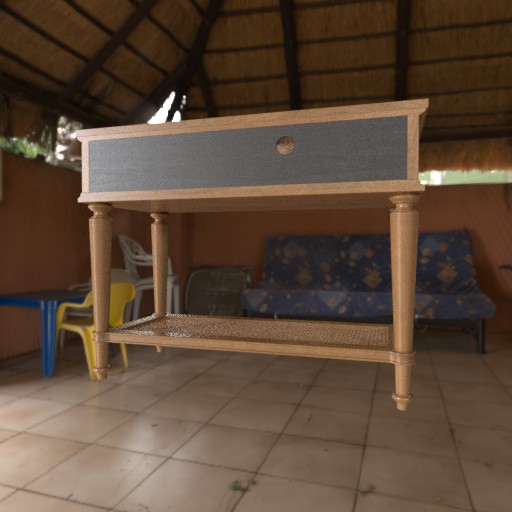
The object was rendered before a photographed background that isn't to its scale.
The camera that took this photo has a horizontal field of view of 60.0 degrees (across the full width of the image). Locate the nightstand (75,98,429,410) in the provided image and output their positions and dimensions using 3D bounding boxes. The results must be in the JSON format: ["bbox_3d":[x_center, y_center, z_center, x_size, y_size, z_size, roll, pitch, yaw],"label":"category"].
[{"bbox_3d":[0.000,0.000,1.310,0.914,0.700,0.432,0,1,17],"label":"nightstand"}]
